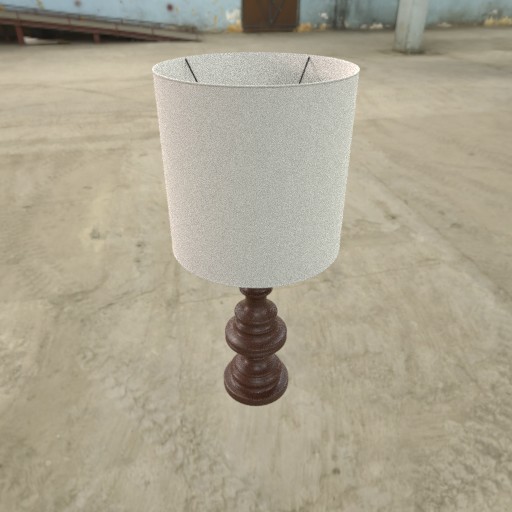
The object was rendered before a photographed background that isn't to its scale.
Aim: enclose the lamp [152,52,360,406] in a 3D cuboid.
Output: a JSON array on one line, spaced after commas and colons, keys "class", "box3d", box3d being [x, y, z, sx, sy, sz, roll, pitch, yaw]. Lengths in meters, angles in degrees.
[{"class": "lamp", "box3d": [0.000, 0.000, 0.572, 0.208, 0.455, 0.208, 9, 33, 15]}]
